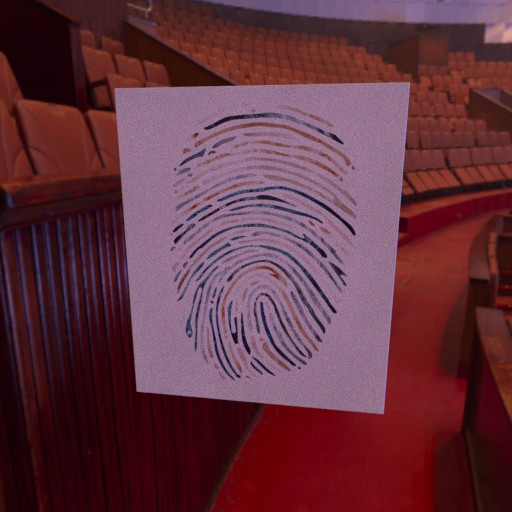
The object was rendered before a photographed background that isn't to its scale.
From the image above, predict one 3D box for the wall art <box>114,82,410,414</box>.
[{"bbox_3d":[0.000,0.000,0.844,0.508,0.606,0.037,2,14,9],"label":"wall art"}]
